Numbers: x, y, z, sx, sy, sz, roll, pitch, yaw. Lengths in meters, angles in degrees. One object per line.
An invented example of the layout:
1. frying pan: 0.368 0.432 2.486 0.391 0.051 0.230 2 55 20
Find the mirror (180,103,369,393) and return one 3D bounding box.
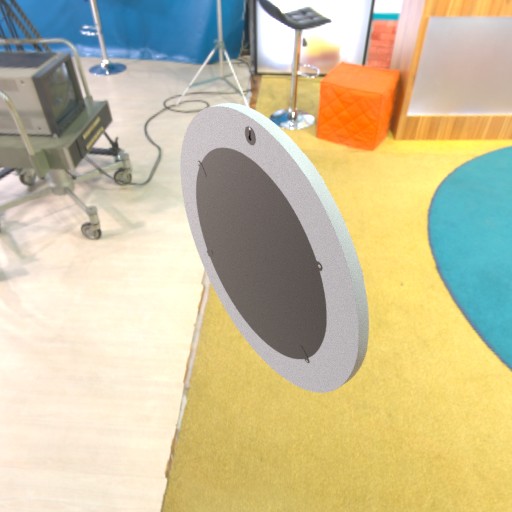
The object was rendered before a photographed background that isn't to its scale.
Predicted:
1. mirror: 0.000 0.000 1.378 0.038 0.914 0.914 -25 48 -25
